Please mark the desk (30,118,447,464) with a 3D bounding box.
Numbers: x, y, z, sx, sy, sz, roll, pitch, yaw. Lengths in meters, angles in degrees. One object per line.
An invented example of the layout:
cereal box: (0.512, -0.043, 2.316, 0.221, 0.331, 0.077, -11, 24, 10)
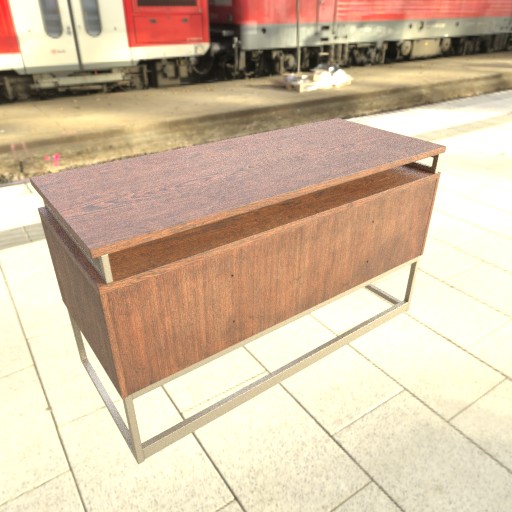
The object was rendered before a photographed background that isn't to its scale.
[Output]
desk: (0.000, 0.000, 1.771, 1.384, 0.792, 0.610, -20, 36, -31)
